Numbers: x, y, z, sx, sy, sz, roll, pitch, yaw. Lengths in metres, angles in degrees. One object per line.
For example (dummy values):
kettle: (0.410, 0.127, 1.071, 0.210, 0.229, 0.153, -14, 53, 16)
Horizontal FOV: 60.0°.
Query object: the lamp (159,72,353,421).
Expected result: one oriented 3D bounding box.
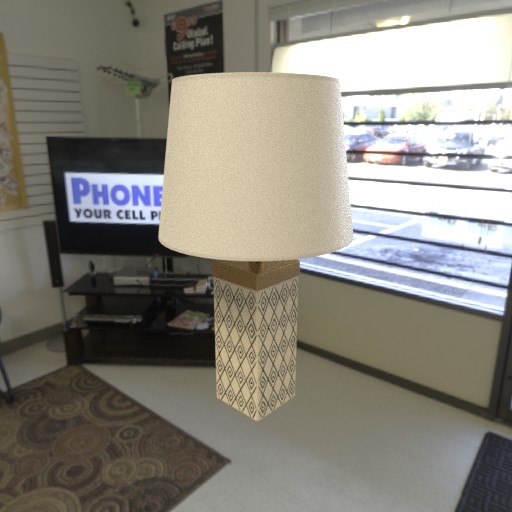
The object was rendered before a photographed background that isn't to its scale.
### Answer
lamp: (0.000, 0.000, 0.593, 0.251, 0.435, 0.251, 0, 16, 0)
